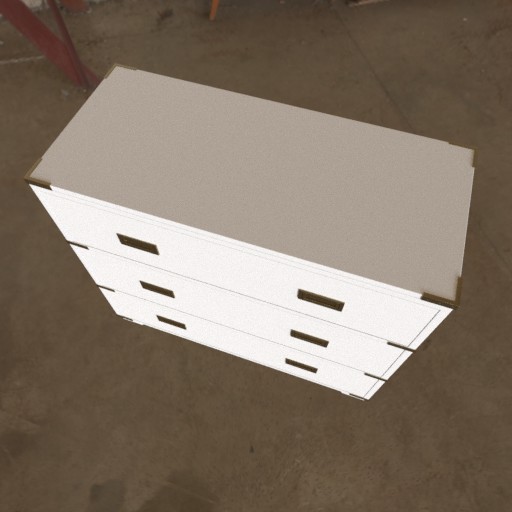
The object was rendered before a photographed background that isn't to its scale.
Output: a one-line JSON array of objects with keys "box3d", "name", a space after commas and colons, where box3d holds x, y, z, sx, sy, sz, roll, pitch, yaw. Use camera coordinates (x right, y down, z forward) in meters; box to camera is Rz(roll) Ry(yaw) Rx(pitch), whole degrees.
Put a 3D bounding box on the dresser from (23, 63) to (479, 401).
[{"box3d": [0.000, 0.000, 1.468, 1.022, 0.891, 0.460, 17, 61, 10], "name": "dresser"}]
